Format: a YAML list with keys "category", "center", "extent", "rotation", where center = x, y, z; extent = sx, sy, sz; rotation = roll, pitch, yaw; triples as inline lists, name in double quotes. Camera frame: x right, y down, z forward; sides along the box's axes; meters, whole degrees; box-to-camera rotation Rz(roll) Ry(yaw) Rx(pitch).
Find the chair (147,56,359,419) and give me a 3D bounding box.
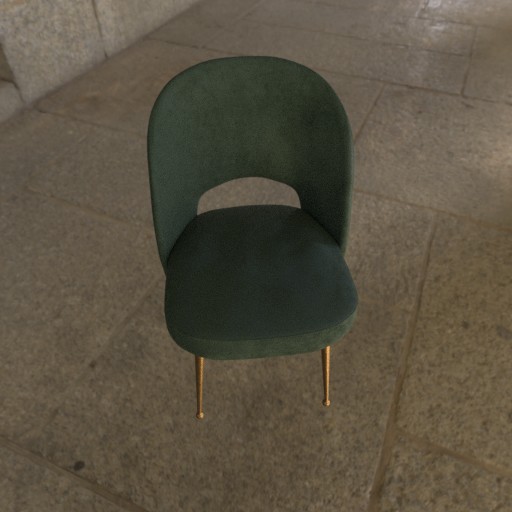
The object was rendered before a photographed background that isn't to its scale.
- category: "chair"
  center: [0.000, 0.000, 1.227]
  extent: [0.527, 0.860, 0.577]
  rotation: [-4, 47, -4]
